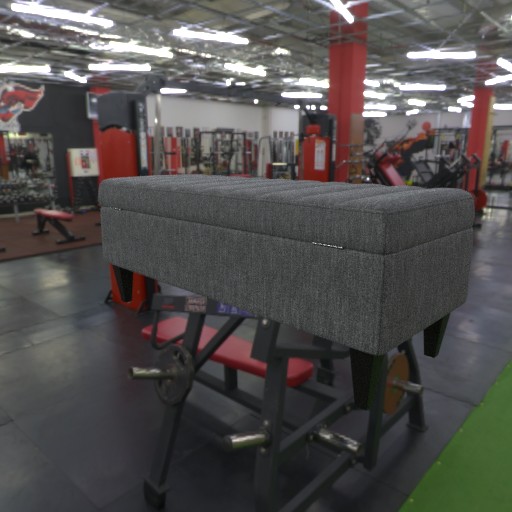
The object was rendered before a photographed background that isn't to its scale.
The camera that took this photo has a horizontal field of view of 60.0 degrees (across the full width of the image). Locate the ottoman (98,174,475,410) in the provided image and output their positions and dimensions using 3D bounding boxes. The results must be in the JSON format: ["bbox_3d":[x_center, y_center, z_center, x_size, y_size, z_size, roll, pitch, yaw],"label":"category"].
[{"bbox_3d":[0.000,0.000,1.412,1.151,0.469,0.482,13,18,43],"label":"ottoman"}]
